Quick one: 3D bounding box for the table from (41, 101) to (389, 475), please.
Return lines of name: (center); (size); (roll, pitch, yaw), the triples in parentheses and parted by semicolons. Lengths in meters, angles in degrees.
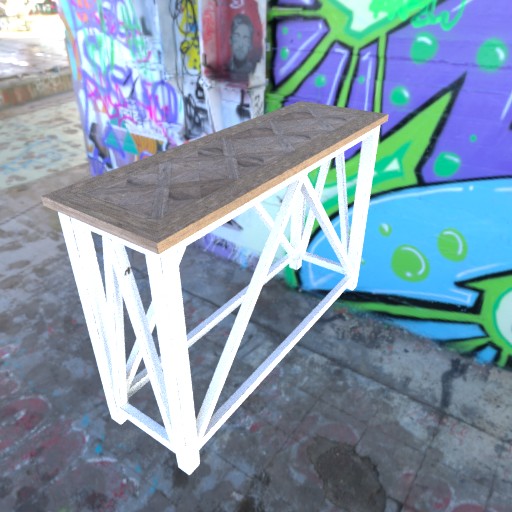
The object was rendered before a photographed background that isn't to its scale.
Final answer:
table: (0.000, 0.000, 1.829); (0.450, 0.930, 1.400); (20, 37, 29)
